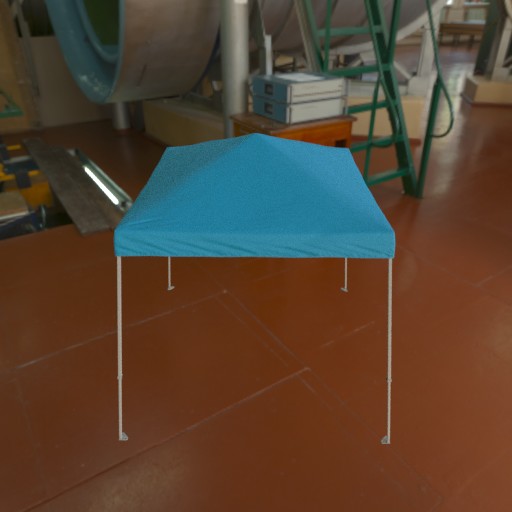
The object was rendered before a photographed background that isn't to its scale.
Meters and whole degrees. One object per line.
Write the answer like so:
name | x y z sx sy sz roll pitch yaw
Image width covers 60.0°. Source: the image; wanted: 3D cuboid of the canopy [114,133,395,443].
canopy | 0.000 0.000 5.154 2.849 2.849 2.848 0 31 1
